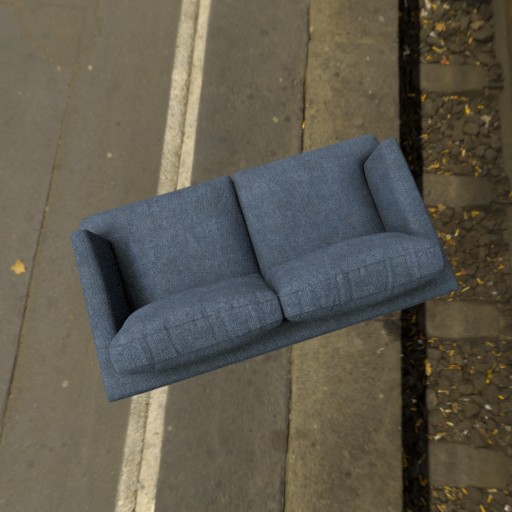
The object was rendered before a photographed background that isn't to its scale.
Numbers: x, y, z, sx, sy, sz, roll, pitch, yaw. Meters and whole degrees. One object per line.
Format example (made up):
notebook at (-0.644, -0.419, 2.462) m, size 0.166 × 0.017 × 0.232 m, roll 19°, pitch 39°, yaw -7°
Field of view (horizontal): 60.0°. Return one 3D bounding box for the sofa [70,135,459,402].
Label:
sofa at (0.000, 0.000, 2.146) m, size 1.582 × 0.944 × 0.903 m, roll -17°, pitch 77°, yaw -4°
